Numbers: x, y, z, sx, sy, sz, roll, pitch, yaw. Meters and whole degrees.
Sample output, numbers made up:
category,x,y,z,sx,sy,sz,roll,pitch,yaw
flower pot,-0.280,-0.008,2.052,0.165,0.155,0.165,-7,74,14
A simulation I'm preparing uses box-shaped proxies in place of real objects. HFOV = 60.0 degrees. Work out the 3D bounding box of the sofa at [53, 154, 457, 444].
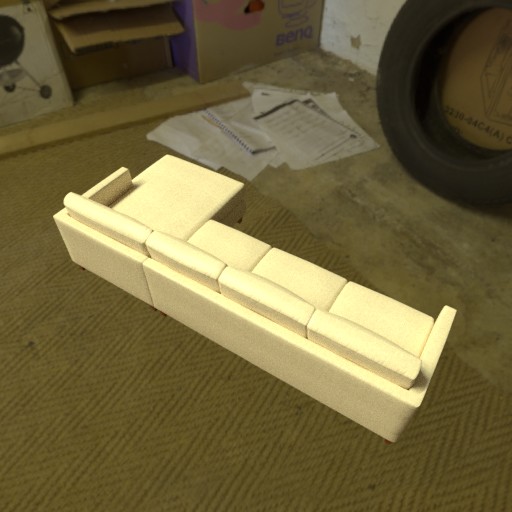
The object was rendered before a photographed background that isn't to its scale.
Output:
category,x,y,z,sx,sy,sz,roll,pitch,yaw
sofa,0.000,0.000,4.100,3.471,0.954,1.603,25,52,21
